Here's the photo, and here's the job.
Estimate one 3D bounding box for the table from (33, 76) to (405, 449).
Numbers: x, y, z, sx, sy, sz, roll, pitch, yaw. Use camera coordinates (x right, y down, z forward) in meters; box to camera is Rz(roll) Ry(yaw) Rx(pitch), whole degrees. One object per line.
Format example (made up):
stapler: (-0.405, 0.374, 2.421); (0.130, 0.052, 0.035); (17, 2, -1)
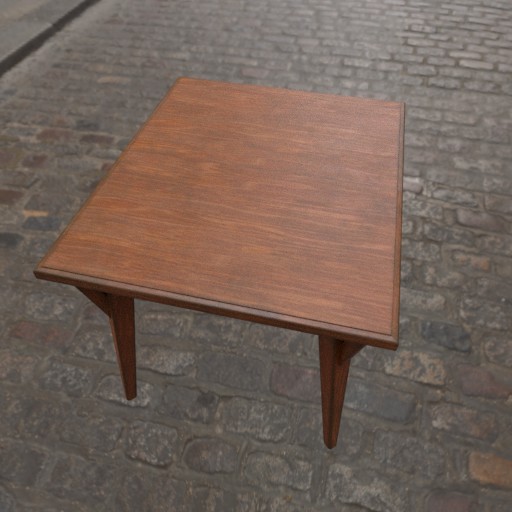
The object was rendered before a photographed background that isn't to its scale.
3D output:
table: (0.000, 0.000, 1.570); (0.838, 0.761, 0.991); (10, 49, 9)
